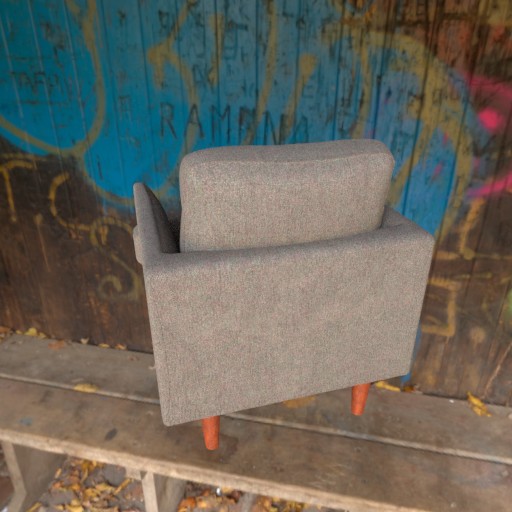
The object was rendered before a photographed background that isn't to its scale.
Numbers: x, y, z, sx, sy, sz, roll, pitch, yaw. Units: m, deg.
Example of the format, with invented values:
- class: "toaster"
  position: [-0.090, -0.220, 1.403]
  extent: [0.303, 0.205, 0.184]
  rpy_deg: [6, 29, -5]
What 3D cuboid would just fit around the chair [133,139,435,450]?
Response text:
- class: "chair"
  position: [0.000, 0.000, 1.634]
  extent: [0.858, 0.957, 0.899]
  rpy_deg: [-7, 28, -14]
